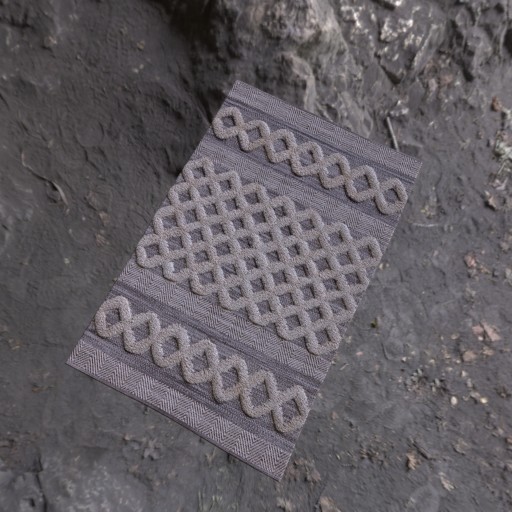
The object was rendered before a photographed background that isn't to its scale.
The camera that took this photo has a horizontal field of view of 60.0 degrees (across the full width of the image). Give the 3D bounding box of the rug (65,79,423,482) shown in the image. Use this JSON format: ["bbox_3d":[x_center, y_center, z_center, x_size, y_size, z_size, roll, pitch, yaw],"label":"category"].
[{"bbox_3d":[0.000,0.000,2.959,1.513,0.033,2.333,26,76,7],"label":"rug"}]
